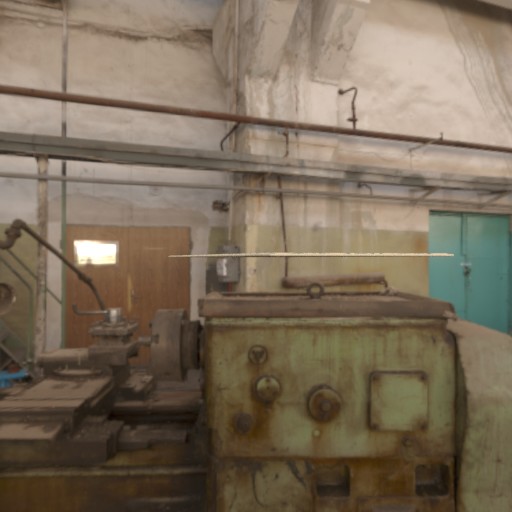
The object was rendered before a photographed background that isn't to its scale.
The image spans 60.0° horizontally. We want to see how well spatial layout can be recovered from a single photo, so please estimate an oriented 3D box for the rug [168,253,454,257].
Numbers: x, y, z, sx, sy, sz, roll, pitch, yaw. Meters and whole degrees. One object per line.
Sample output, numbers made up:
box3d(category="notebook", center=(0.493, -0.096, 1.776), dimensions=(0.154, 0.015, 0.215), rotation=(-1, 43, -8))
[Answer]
box3d(category="rug", center=(0.000, 0.000, 2.422), dimensions=(0.662, 0.011, 2.196), rotation=(0, 0, -19))
